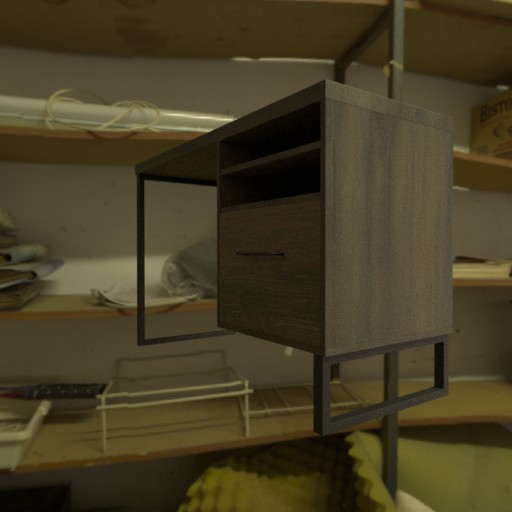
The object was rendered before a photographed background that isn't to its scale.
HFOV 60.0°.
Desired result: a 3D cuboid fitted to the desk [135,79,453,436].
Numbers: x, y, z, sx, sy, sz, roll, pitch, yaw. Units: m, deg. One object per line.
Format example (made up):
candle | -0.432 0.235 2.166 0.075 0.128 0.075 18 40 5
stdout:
desk | 0.000 0.000 1.519 0.511 0.752 1.134 0 1 -35
